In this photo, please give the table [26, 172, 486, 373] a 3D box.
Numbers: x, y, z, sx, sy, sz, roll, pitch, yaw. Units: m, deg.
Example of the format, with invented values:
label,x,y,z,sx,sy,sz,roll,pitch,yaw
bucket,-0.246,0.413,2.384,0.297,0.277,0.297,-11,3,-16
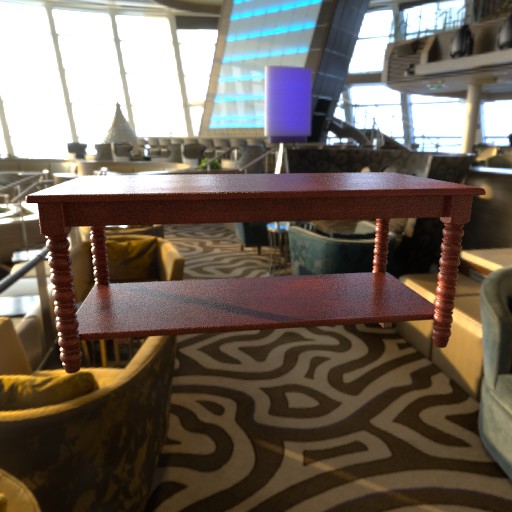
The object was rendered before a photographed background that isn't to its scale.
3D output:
label,x,y,z,sx,sy,sz,roll,pitch,yaw
table,0.000,0.000,1.445,1.171,0.485,0.580,-2,15,-8
